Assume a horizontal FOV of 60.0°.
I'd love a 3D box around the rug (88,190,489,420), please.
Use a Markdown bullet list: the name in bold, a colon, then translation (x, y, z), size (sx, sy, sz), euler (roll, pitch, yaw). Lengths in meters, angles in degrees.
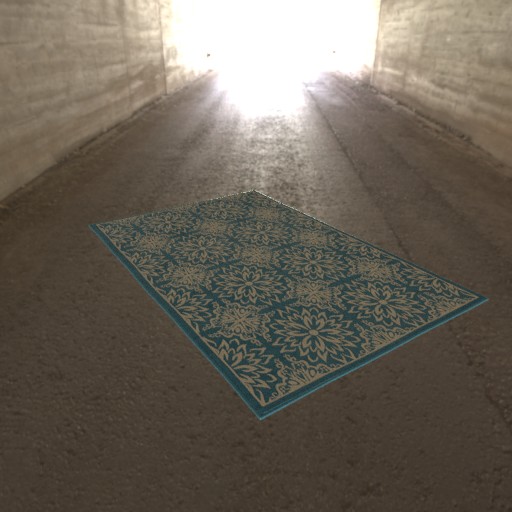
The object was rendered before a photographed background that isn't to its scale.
- **rug**: translation (0.000, 0.000, 2.304), size (1.211, 0.012, 1.833), euler (-17, 31, -30)
